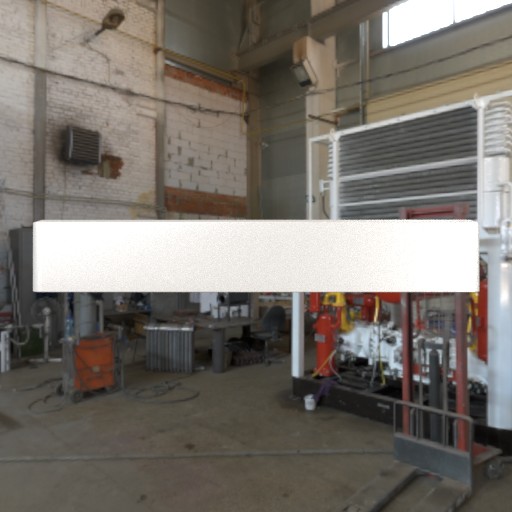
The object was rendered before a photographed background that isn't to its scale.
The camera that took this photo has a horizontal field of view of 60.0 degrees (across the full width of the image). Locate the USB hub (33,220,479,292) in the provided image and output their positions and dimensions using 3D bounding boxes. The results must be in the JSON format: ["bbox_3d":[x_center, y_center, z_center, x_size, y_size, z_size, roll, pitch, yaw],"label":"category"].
[{"bbox_3d":[0.000,0.000,0.162,0.145,0.023,0.044,0,0,0],"label":"USB hub"}]
